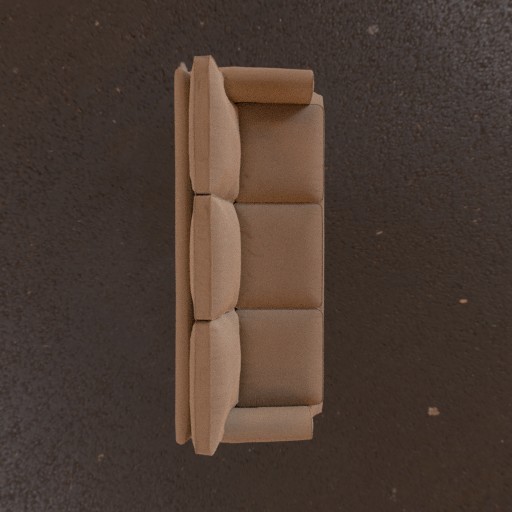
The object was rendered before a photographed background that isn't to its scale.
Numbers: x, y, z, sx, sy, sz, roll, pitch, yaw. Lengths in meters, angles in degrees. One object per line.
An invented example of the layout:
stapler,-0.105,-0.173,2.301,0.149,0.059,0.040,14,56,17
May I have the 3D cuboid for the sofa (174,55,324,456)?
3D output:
sofa,0.000,0.000,2.891,0.966,0.948,2.354,0,91,-2
